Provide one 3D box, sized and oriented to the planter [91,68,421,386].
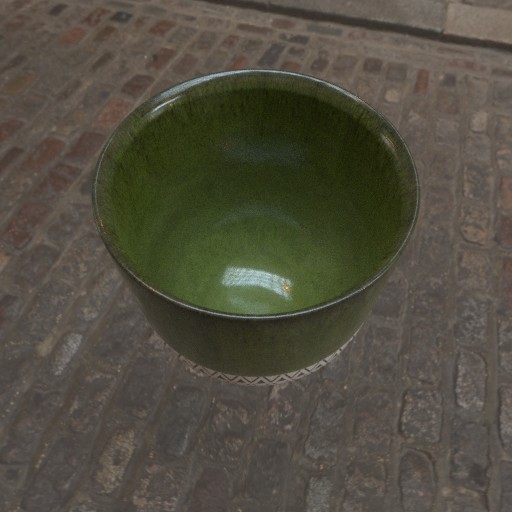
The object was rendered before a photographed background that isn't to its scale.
[{"bbox_3d":[0.000,0.000,0.478,0.266,0.270,0.266,0,58,0],"label":"planter"}]
